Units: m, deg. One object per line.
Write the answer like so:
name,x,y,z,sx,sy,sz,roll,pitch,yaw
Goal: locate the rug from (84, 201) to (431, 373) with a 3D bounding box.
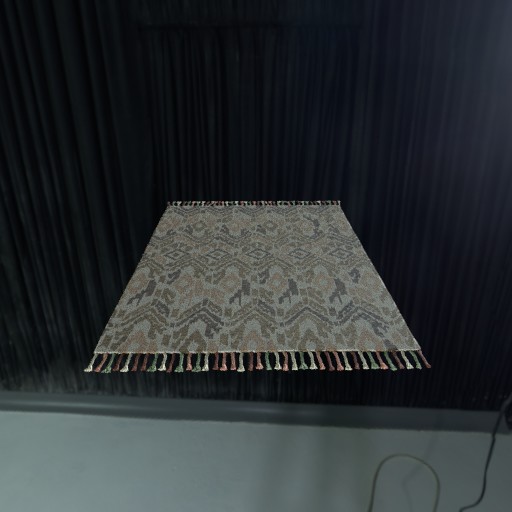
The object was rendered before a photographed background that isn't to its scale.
rug,0.000,0.000,2.327,1.219,0.008,1.829,0,25,-1
